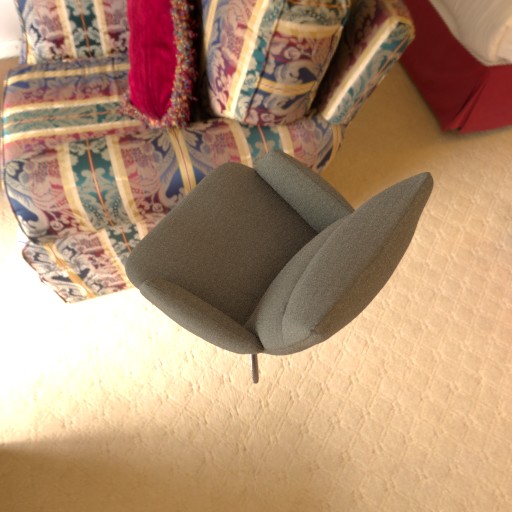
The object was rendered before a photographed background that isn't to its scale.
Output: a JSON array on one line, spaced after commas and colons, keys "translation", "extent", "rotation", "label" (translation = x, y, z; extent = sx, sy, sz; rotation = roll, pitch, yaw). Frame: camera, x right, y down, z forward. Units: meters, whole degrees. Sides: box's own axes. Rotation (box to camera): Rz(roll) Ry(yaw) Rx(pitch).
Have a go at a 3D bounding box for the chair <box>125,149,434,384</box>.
[{"translation": [0.000, 0.000, 1.549], "extent": [0.831, 0.984, 0.702], "rotation": [35, 68, 16], "label": "chair"}]
